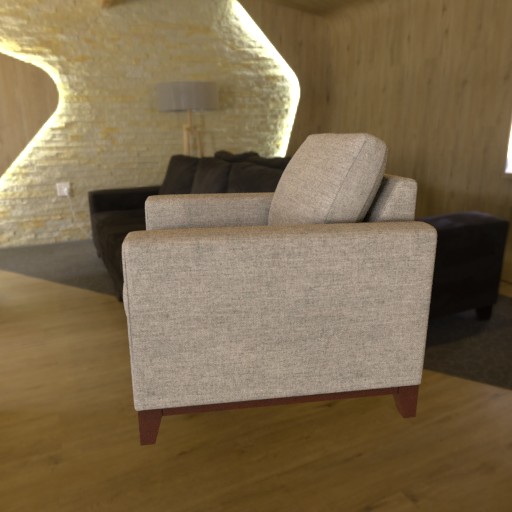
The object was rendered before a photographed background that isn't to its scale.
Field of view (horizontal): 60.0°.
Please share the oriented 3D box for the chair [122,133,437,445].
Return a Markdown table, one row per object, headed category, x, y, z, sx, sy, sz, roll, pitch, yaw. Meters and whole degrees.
| category | x | y | z | sx | sy | sz | roll | pitch | yaw |
| --- | --- | --- | --- | --- | --- | --- | --- | --- | --- |
| chair | 0.000 | 0.000 | 1.888 | 1.038 | 1.010 | 1.024 | -2 | 15 | -9 |
